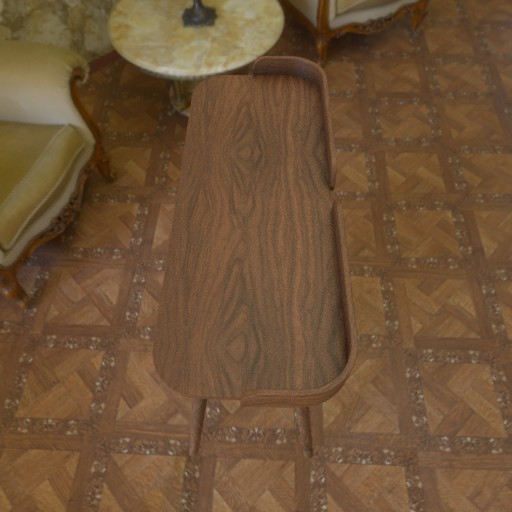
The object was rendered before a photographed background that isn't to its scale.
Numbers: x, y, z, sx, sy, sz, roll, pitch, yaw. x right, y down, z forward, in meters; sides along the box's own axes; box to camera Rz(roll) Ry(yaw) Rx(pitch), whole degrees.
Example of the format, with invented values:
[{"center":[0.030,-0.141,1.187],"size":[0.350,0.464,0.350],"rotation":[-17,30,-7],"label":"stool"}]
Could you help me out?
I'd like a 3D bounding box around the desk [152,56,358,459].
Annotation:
[{"center":[0.000,0.000,1.631],"size":[0.486,0.800,1.256],"rotation":[1,56,1],"label":"desk"}]
